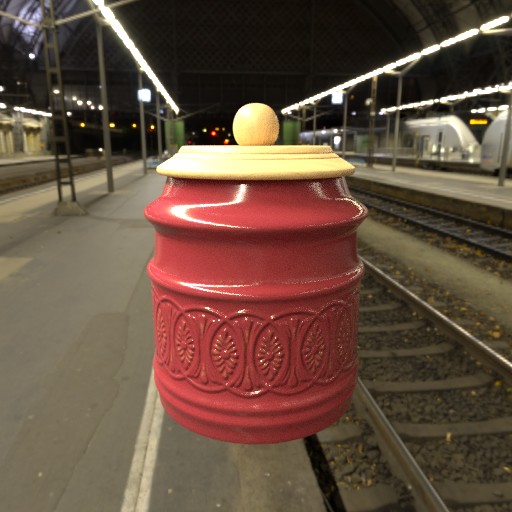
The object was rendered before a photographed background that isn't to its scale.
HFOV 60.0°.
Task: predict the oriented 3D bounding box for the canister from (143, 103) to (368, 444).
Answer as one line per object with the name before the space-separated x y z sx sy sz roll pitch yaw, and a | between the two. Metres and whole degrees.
canister | 0.000 0.000 0.270 0.130 0.176 0.130 0 14 0
